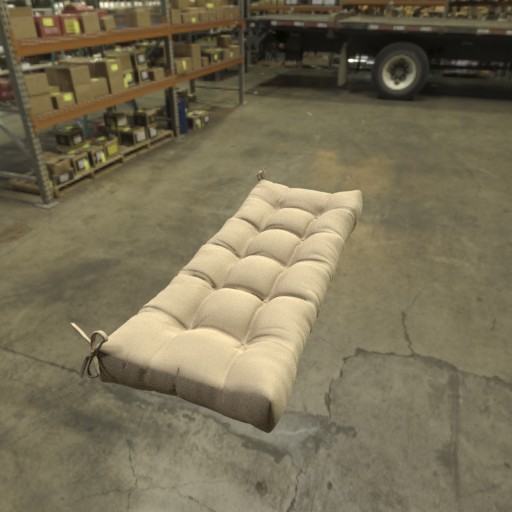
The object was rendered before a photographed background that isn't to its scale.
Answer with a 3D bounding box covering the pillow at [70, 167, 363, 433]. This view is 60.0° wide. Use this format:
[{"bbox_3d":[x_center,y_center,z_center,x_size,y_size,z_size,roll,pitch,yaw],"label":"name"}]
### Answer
[{"bbox_3d":[0.000,0.000,1.395,0.511,0.174,1.194,11,33,17],"label":"pillow"}]
